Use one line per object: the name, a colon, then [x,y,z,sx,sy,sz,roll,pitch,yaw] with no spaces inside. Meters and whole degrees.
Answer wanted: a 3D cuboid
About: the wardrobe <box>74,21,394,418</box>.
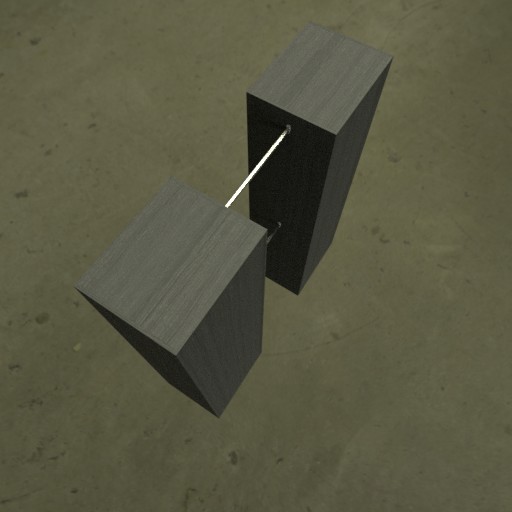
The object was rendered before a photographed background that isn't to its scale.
wardrobe: [0.000,0.000,2.821,0.480,2.000,1.770,30,68,14]
